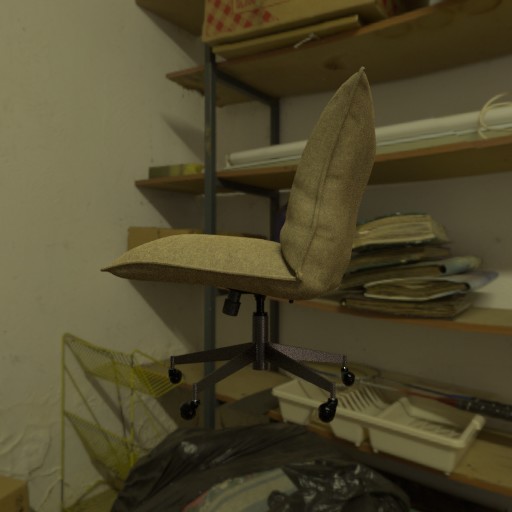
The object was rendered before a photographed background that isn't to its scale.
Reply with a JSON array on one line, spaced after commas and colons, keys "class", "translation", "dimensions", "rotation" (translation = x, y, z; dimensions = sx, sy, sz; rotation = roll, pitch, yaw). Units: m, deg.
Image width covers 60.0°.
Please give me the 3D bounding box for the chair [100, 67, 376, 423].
[{"class": "chair", "translation": [0.000, 0.000, 1.325], "dimensions": [0.696, 0.811, 0.597], "rotation": [0, -1, 17]}]
